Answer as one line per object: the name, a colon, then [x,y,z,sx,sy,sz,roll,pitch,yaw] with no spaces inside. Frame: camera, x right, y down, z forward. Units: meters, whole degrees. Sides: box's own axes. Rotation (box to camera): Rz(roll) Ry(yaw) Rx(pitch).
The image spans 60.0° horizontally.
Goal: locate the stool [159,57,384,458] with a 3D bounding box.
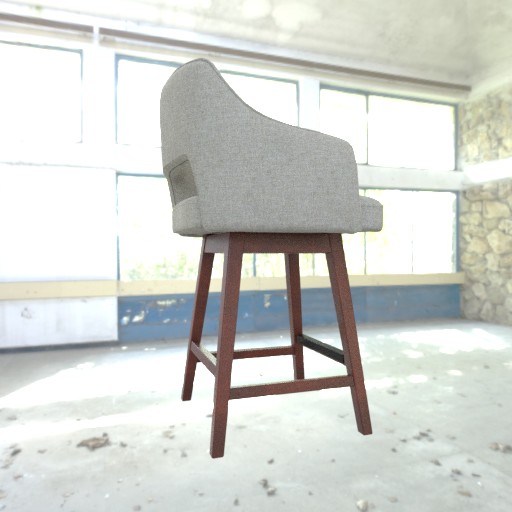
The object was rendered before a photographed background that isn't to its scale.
stool: [0.000,0.000,1.303,0.558,0.944,0.599,0,1,-19]
